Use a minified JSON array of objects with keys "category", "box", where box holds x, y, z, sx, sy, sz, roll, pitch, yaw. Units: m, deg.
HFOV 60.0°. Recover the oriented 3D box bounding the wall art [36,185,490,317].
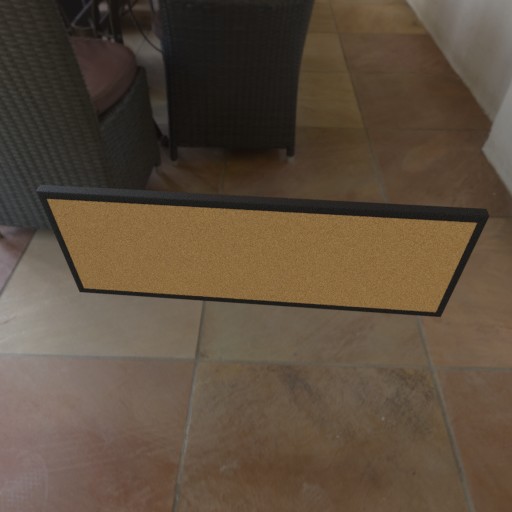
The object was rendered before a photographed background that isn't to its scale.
[{"category":"wall art","box":[0.000,0.000,1.740,1.572,0.554,0.041,4,45,4]}]
